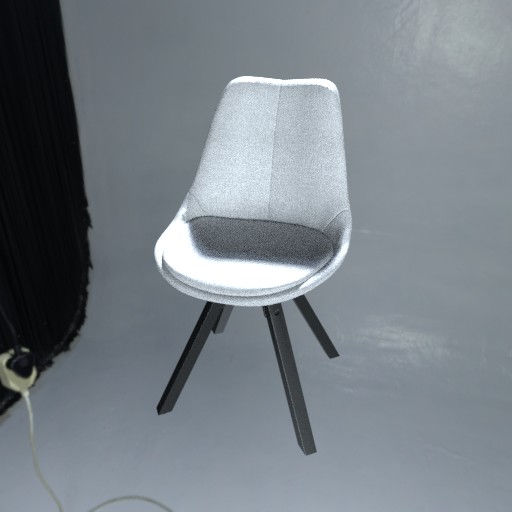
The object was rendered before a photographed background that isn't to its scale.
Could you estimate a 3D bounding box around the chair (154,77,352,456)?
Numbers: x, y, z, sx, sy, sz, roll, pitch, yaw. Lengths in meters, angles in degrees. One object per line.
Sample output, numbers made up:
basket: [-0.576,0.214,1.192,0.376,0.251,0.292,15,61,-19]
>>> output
chair: [0.000,0.000,1.195,0.485,0.850,0.550,8,29,15]
